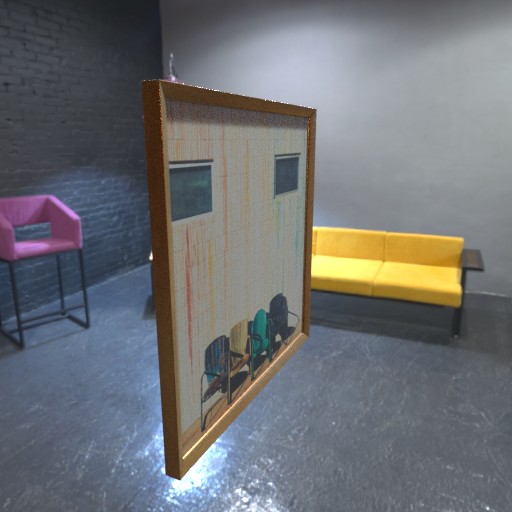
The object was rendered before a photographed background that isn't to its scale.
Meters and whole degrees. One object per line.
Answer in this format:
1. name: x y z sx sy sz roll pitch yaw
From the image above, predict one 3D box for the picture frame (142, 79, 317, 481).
1. picture frame: 0.000 0.000 1.137 0.037 0.761 0.758 7 16 26
